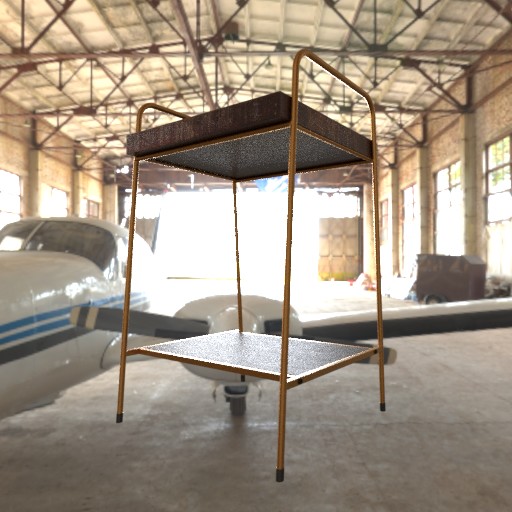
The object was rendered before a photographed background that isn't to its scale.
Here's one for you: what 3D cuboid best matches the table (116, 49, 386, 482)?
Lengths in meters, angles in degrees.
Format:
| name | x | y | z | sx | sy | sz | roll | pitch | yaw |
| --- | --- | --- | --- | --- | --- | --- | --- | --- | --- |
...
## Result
| name | x | y | z | sx | sy | sz | roll | pitch | yaw |
| --- | --- | --- | --- | --- | --- | --- | --- | --- | --- |
| table | 0.000 | 0.000 | 0.989 | 0.430 | 0.710 | 0.430 | -1 | -1 | 38 |
